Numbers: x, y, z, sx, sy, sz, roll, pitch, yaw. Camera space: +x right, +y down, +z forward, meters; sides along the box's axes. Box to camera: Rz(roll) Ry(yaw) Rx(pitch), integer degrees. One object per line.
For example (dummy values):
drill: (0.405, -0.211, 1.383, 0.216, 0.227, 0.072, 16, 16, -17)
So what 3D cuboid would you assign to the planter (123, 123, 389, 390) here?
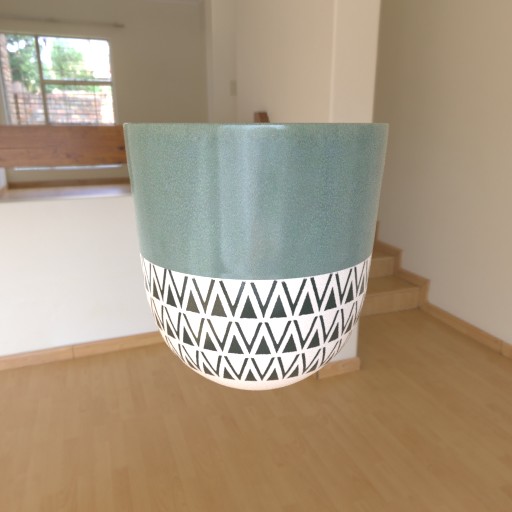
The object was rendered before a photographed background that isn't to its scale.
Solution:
planter: (0.000, 0.000, 0.373, 0.198, 0.214, 0.198, 0, 17, 0)
